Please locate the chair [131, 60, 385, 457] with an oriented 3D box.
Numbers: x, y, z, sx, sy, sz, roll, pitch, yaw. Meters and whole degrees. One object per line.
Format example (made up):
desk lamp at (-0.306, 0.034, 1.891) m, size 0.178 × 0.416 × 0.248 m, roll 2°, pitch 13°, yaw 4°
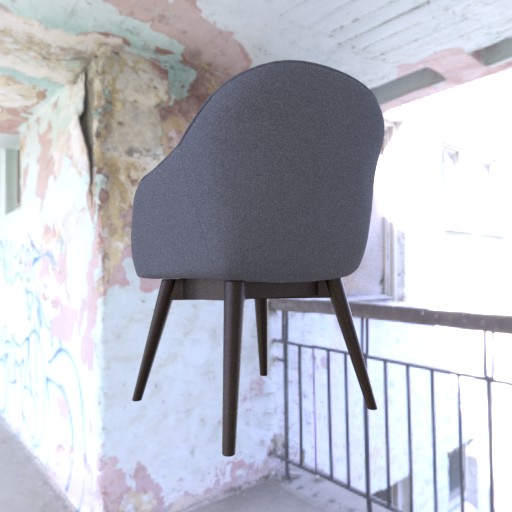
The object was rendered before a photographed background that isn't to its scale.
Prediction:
chair at (0.000, 0.000, 1.205) m, size 0.589 × 0.810 × 0.611 m, roll 1°, pitch -2°, yaw -38°
